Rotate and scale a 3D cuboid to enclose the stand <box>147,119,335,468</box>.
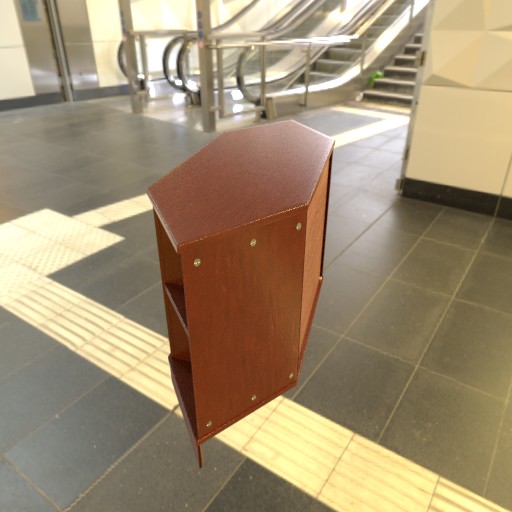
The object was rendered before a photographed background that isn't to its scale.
[{"bbox_3d":[0.000,0.000,1.380,0.381,0.614,1.072,7,30,13],"label":"stand"}]
